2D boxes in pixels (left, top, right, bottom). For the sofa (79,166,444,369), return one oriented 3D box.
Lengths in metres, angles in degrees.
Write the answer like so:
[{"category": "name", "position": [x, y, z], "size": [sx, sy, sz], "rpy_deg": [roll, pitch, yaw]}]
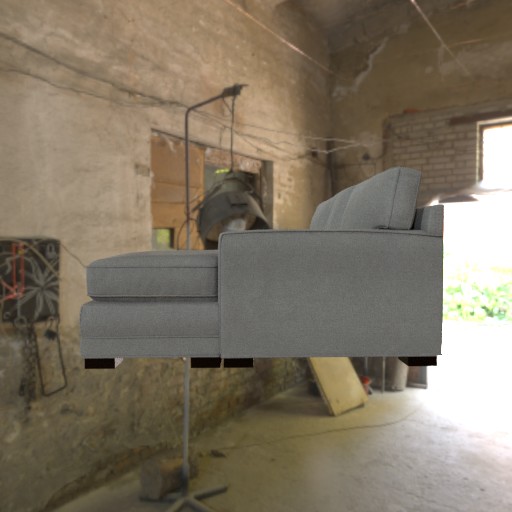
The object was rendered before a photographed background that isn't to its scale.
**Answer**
[{"category": "sofa", "position": [0.000, 0.000, 2.837], "size": [1.496, 0.861, 2.087], "rpy_deg": [0, 2, -2]}]
